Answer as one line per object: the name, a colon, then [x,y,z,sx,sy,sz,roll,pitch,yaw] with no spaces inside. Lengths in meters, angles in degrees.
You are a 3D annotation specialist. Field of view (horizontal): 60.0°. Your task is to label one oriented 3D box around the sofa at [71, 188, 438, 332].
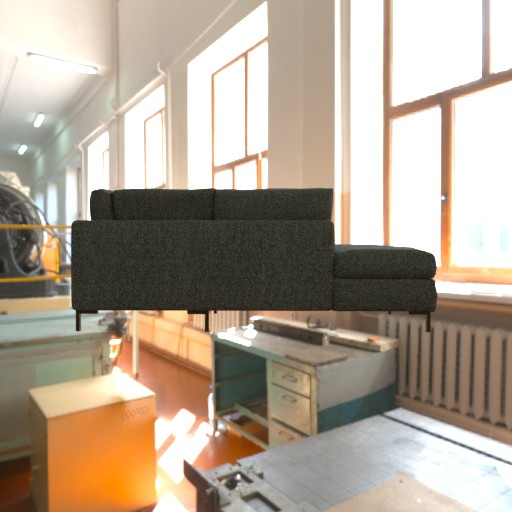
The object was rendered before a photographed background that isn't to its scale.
sofa: [0.000,0.000,3.588,1.879,0.756,2.737,0,0,1]
